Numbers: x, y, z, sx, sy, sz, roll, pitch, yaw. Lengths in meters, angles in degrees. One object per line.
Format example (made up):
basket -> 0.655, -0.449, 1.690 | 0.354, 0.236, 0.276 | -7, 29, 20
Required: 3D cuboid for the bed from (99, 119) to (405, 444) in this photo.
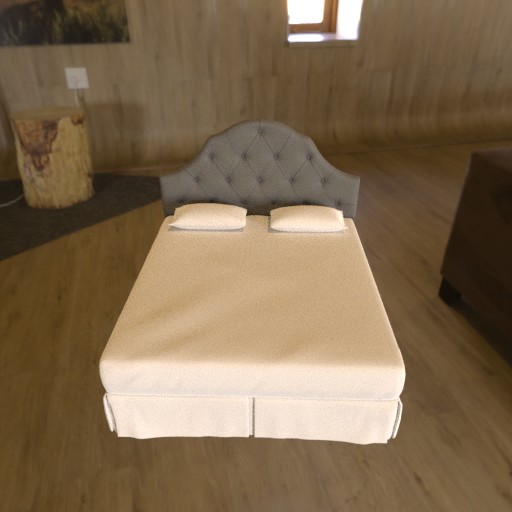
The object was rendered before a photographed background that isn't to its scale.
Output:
bed -> 0.000, 0.000, 3.531 | 2.008, 1.615, 2.214 | 1, 31, 1
